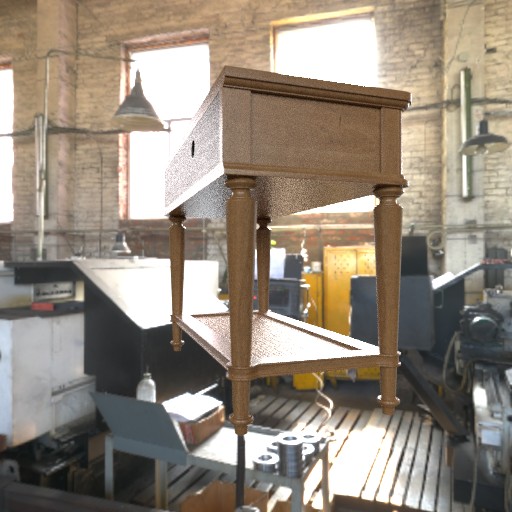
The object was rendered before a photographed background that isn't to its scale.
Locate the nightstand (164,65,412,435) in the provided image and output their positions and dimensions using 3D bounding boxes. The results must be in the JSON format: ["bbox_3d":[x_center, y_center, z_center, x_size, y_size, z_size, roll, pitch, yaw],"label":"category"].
[{"bbox_3d":[0.000,0.000,1.319,0.432,0.700,0.914,0,0,-19],"label":"nightstand"}]
